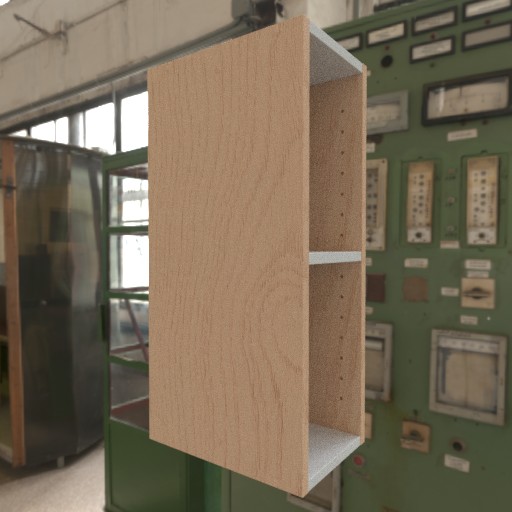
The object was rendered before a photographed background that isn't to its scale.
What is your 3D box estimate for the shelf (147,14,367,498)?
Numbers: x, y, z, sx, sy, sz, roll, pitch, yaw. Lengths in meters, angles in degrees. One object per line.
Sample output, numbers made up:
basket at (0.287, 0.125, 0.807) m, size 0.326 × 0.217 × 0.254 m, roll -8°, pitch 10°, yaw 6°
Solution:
shelf at (0.000, 0.000, 0.714) m, size 0.290 × 0.600 × 0.200 m, roll 1°, pitch 2°, yaw 36°
